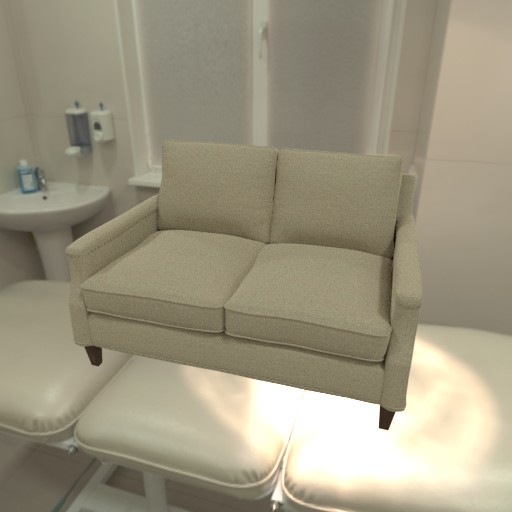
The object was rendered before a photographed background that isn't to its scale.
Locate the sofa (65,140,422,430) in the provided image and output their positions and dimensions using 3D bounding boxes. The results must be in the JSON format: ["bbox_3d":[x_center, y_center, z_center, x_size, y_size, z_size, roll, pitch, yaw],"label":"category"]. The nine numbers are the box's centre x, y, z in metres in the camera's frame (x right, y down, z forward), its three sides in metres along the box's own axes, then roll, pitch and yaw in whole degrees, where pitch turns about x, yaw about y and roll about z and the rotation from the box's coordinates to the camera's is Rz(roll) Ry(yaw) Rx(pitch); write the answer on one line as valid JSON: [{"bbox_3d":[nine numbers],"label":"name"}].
[{"bbox_3d":[0.000,0.000,2.304,1.597,1.003,1.084,7,26,15],"label":"sofa"}]
